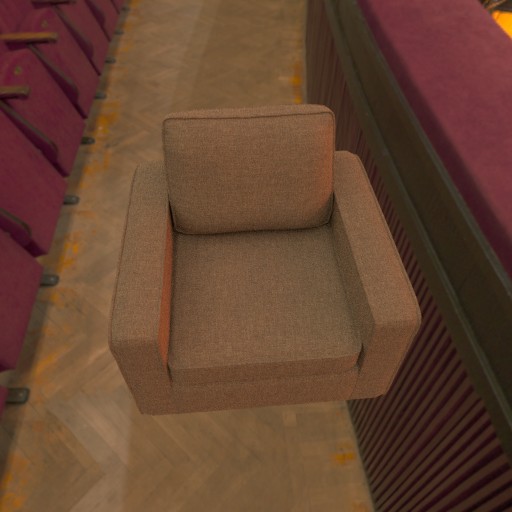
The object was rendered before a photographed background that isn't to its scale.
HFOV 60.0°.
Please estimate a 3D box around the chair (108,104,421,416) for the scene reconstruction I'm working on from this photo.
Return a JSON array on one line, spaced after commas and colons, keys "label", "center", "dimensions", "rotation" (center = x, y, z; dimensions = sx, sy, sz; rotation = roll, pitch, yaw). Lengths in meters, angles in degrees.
[{"label": "chair", "center": [0.000, 0.000, 1.776], "dimensions": [1.016, 0.914, 0.940], "rotation": [-4, 48, -3]}]
